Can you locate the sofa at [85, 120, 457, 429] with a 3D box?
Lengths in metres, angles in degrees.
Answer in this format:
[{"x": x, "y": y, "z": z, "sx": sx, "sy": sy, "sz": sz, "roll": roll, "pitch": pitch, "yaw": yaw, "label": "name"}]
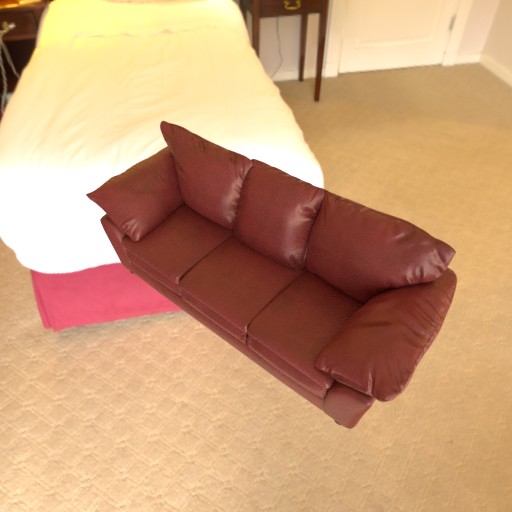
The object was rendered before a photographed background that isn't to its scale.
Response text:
[{"x": 0.000, "y": 0.000, "z": 2.911, "sx": 2.390, "sy": 1.091, "sz": 0.907, "roll": 30, "pitch": 52, "yaw": 27, "label": "sofa"}]
